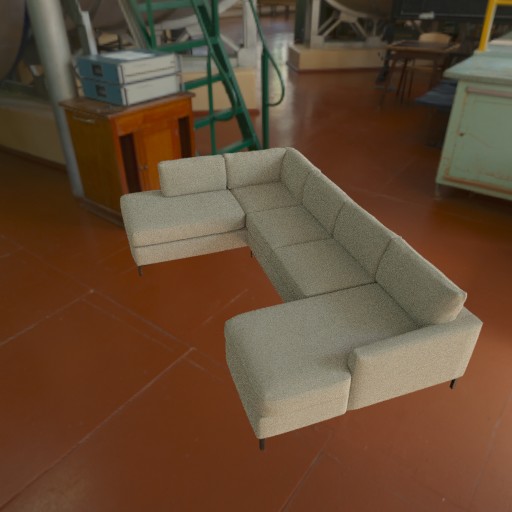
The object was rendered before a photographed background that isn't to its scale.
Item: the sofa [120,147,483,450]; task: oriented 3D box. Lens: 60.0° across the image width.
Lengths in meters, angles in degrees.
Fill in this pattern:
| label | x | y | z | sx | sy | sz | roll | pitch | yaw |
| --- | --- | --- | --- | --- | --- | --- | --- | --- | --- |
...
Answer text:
| label | x | y | z | sx | sy | sz | roll | pitch | yaw |
| --- | --- | --- | --- | --- | --- | --- | --- | --- | --- |
| sofa | 0.000 | 0.000 | 3.733 | 1.989 | 0.862 | 2.984 | -11 | 35 | -16 |
